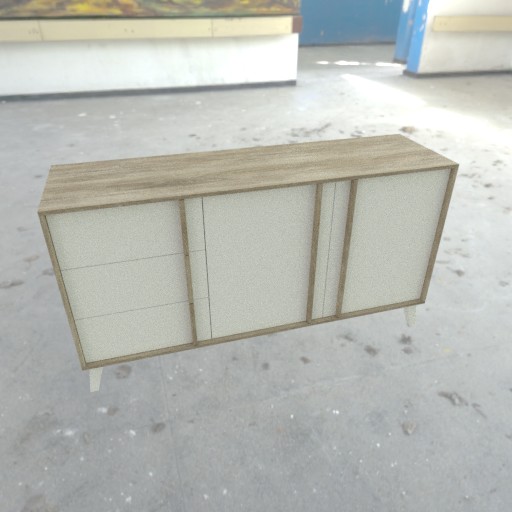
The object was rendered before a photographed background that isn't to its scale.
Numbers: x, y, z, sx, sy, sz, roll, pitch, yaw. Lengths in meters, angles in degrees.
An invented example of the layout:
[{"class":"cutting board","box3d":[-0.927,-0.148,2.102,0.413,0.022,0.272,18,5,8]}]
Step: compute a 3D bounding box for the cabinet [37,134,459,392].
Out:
[{"class":"cabinet","box3d":[0.000,0.000,2.031,1.600,0.870,0.450,-9,32,-14]}]
